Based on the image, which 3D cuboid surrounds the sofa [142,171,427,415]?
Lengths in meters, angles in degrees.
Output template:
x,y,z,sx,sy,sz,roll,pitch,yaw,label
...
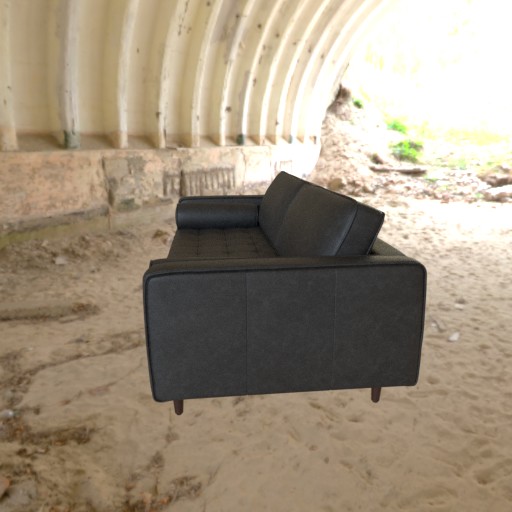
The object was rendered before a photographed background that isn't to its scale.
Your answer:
x,y,z,sx,sy,sz,roll,pitch,yaw,label
0.000,0.000,2.286,0.921,0.770,1.879,-2,15,-6,sofa
